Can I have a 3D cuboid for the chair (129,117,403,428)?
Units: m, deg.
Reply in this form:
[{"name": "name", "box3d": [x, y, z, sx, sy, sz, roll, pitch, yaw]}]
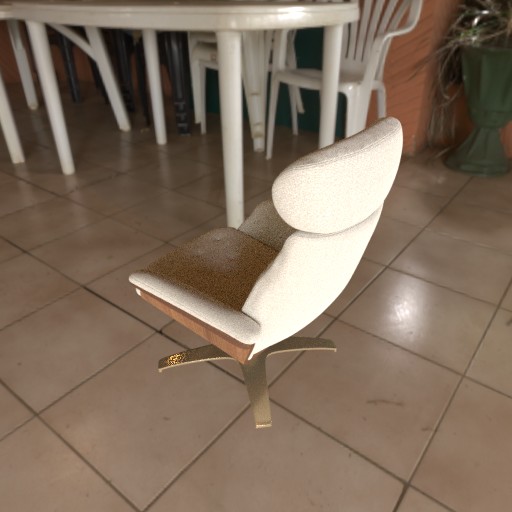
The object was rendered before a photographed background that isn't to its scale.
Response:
[{"name": "chair", "box3d": [0.000, 0.000, 1.555, 0.837, 0.995, 0.785, 21, 37, 31]}]
